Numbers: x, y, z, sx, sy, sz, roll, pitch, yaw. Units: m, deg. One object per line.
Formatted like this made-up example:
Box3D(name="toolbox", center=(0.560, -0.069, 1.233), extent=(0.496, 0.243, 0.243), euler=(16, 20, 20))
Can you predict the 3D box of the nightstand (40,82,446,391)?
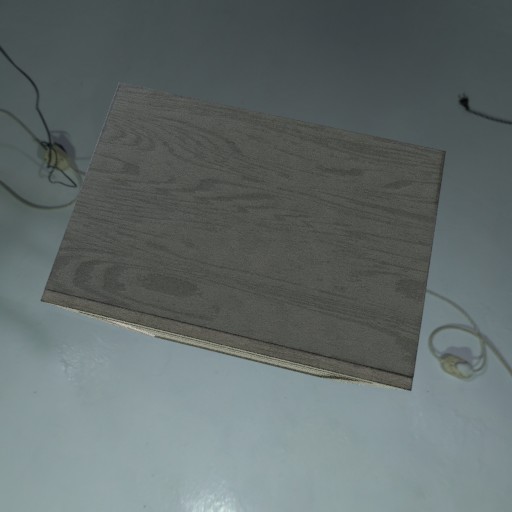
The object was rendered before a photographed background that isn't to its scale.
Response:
Box3D(name="nightstand", center=(0.000, 0.000, 1.088), extent=(0.612, 0.673, 0.483), euler=(13, 76, 3))
